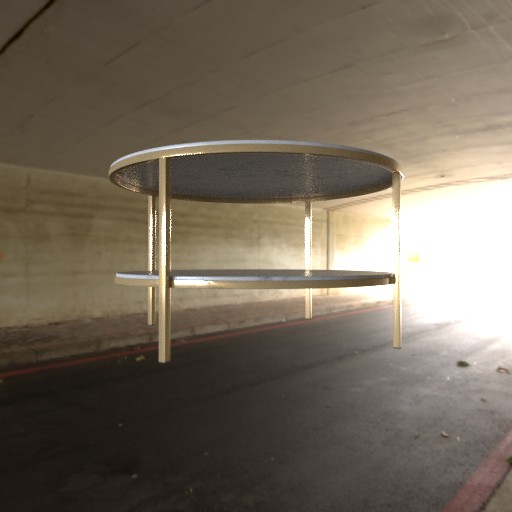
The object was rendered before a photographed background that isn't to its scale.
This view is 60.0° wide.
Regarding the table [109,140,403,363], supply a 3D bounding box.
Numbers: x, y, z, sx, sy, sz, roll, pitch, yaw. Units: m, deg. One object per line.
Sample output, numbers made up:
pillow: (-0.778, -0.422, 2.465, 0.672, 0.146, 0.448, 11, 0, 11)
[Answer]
table: (0.000, 0.000, 1.267, 0.800, 0.450, 0.800, 0, -1, 0)
